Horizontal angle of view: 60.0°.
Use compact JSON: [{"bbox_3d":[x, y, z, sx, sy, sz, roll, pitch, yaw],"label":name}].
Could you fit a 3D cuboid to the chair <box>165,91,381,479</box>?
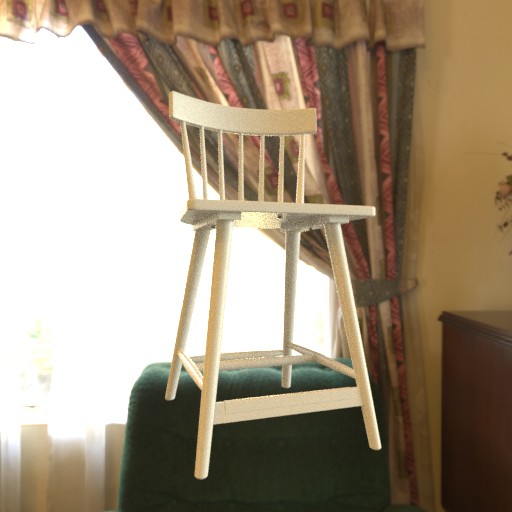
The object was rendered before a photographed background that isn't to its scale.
[{"bbox_3d":[0.000,0.000,1.279,0.483,0.952,0.572,0,0,-19],"label":"chair"}]
